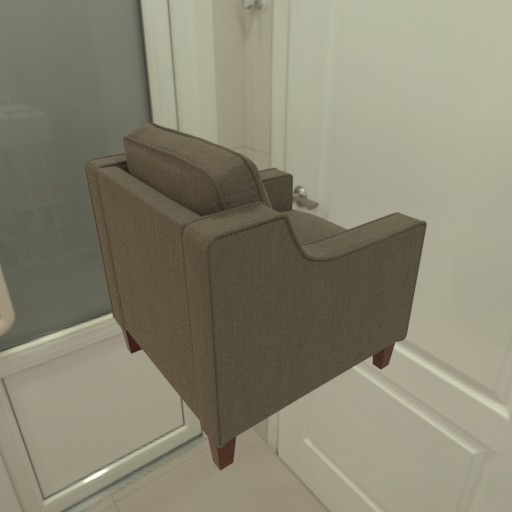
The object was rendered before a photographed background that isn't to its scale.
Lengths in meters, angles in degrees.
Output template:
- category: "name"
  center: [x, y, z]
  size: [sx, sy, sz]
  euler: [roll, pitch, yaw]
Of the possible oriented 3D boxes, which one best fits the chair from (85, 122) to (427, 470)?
- category: "chair"
  center: [0.000, 0.000, 1.672]
  size: [0.909, 0.960, 0.831]
  euler: [-19, 33, -32]
